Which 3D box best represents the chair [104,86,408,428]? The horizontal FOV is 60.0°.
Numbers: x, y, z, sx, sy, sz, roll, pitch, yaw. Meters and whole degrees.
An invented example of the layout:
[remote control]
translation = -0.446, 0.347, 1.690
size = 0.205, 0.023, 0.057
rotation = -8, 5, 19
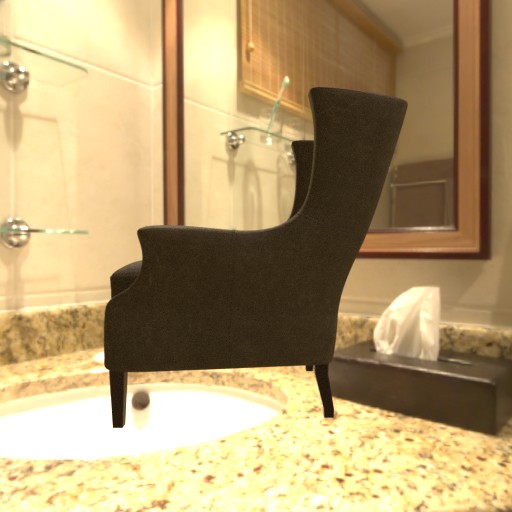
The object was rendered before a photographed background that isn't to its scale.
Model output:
[chair]
translation = 0.000, 0.000, 1.675
size = 0.926, 1.016, 0.853
rotation = 0, 1, 0
